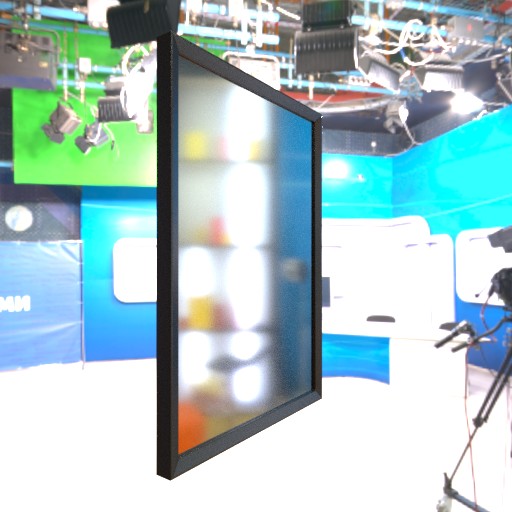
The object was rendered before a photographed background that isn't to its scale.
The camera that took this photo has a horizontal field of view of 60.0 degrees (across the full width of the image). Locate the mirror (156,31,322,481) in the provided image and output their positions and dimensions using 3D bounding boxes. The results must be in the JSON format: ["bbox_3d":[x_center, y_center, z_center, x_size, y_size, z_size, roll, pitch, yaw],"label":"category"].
[{"bbox_3d":[0.000,0.000,0.914,0.039,0.710,0.507,0,0,36],"label":"mirror"}]
